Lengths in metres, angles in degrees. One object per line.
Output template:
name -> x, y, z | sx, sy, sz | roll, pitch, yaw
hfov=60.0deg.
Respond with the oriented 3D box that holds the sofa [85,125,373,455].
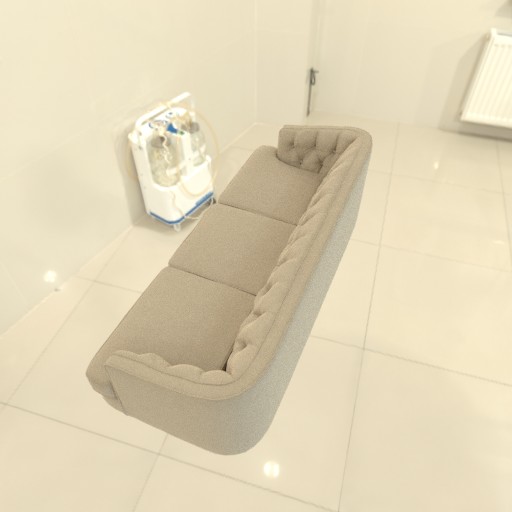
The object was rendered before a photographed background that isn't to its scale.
sofa -> 0.000, 0.000, 2.819 | 0.941, 0.855, 2.278 | 18, 49, 16
